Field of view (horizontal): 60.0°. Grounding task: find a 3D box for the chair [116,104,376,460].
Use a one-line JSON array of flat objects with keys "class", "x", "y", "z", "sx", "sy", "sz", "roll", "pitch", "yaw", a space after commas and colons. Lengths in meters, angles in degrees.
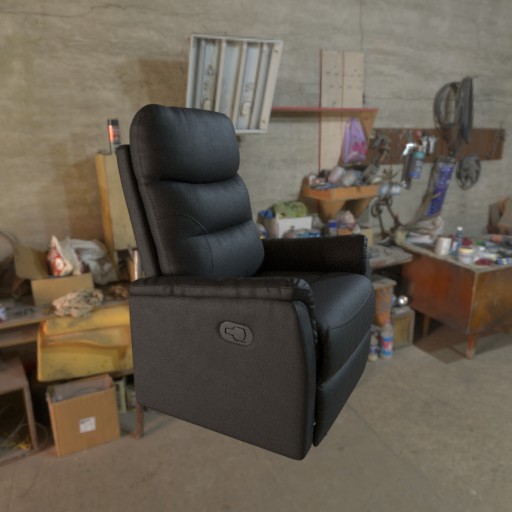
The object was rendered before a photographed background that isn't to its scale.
[{"class": "chair", "x": 0.000, "y": 0.000, "z": 1.677, "sx": 0.831, "sy": 1.082, "sz": 0.775, "roll": 7, "pitch": 16, "yaw": 27}]
